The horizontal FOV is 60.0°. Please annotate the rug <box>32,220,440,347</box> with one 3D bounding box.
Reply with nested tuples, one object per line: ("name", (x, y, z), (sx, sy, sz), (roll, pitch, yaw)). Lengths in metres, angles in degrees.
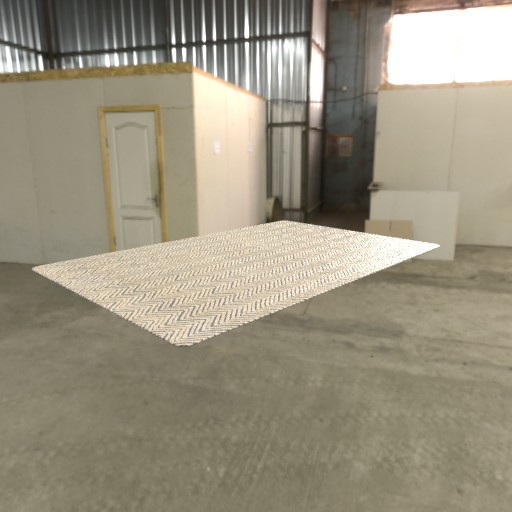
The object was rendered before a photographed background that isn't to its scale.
("rug", (0.000, 0.000, 2.214), (1.144, 0.008, 1.752), (14, 20, 43))
